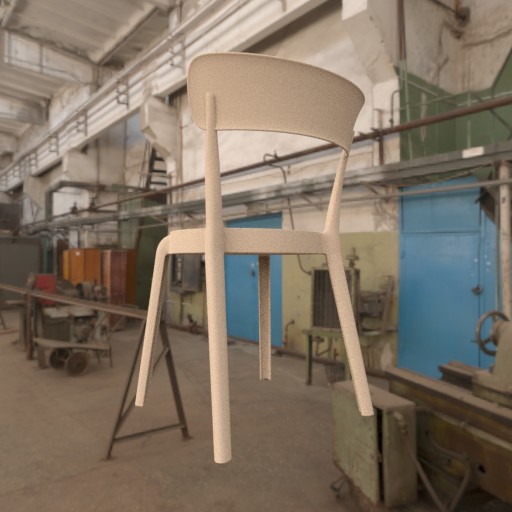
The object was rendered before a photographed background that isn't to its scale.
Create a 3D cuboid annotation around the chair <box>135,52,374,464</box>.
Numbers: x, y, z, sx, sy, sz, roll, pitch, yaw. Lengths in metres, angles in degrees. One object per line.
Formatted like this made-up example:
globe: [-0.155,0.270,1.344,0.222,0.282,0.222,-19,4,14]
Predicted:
chair: [0.000,0.000,1.122,0.506,0.790,0.491,0,-1,-37]
